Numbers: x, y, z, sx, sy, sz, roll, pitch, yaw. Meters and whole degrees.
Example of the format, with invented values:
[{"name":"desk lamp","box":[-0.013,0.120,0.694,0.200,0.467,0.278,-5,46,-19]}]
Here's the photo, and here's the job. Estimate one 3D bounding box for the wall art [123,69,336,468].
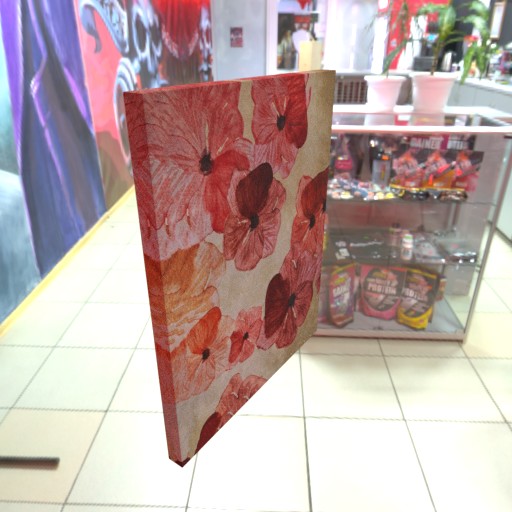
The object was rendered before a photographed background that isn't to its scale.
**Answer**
[{"name":"wall art","box":[0.000,0.000,0.680,0.028,0.508,0.406,17,31,31]}]
